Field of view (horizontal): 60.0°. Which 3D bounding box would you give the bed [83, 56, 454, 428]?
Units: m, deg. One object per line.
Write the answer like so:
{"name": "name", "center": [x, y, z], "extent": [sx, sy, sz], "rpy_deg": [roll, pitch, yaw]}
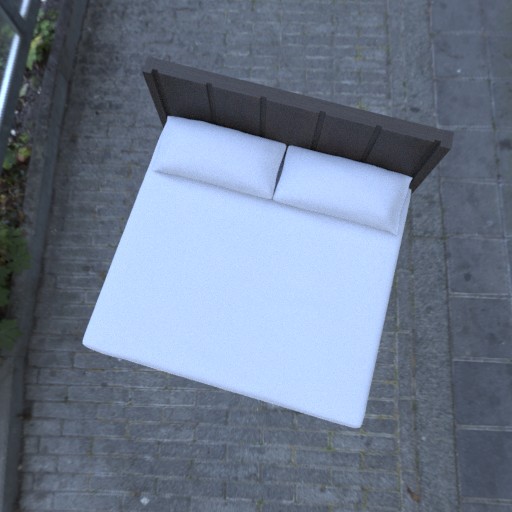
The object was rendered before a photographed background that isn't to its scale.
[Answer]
{"name": "bed", "center": [0.000, 0.000, 3.352], "extent": [2.134, 1.270, 2.012], "rpy_deg": [16, 76, 4]}
